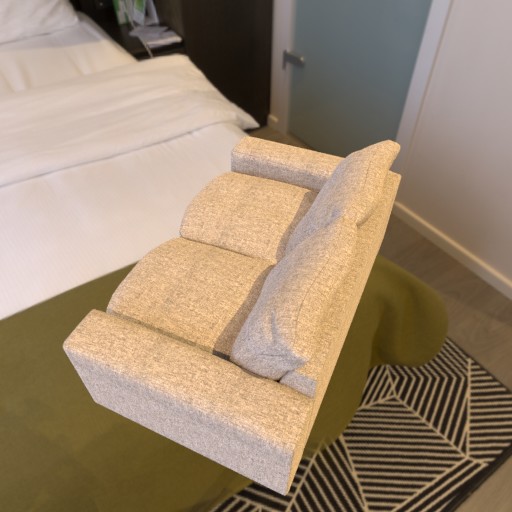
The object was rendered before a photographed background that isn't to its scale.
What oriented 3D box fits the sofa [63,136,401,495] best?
[{"bbox_3d":[0.000,0.000,2.297,1.094,0.877,1.758,18,50,17],"label":"sofa"}]
